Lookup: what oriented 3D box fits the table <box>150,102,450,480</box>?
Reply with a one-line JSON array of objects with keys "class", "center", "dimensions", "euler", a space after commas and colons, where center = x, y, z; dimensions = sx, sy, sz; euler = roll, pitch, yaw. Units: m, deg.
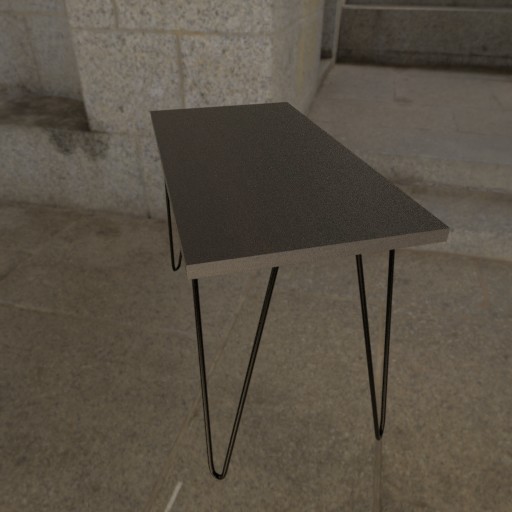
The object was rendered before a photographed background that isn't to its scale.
[{"class": "table", "center": [0.000, 0.000, 1.365], "dimensions": [0.499, 0.660, 0.991], "euler": [-8, 34, -12]}]
